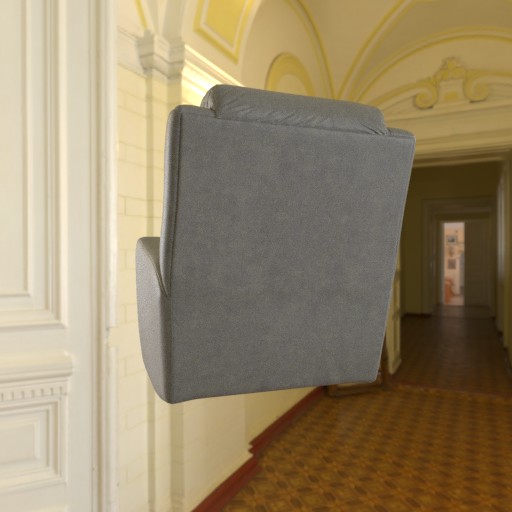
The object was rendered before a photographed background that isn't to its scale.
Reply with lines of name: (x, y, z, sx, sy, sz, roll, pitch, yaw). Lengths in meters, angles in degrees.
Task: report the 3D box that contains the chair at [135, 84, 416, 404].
chair: (0.000, 0.000, 1.941, 0.965, 1.116, 1.068, 0, 0, -19)
